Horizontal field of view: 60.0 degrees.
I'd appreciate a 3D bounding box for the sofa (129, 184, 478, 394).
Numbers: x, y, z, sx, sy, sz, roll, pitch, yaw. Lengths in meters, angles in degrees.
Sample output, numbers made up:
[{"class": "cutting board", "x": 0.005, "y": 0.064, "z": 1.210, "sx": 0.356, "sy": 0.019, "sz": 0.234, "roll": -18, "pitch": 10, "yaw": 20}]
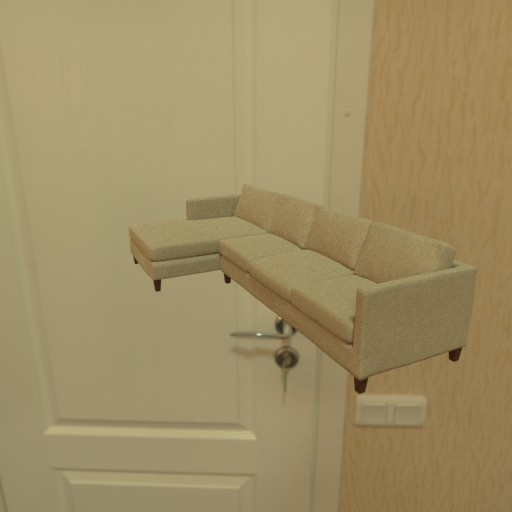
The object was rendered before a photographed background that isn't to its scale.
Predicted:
[{"class": "sofa", "x": 0.000, "y": 0.000, "z": 3.925, "sx": 1.625, "sy": 0.846, "sz": 3.186, "roll": -9, "pitch": 20, "yaw": -25}]
